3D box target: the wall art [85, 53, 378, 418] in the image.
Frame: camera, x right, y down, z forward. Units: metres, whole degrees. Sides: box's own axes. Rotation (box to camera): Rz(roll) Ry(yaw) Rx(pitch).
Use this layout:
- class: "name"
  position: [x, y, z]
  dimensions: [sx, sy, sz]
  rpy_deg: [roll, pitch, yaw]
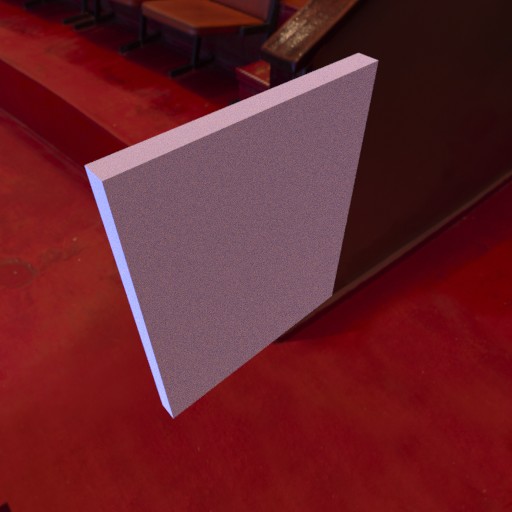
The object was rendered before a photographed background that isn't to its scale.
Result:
- class: "wall art"
  position: [0.000, 0.000, 0.761]
  dimensions: [0.451, 0.553, 0.039]
  rpy_deg: [-32, 54, -28]
